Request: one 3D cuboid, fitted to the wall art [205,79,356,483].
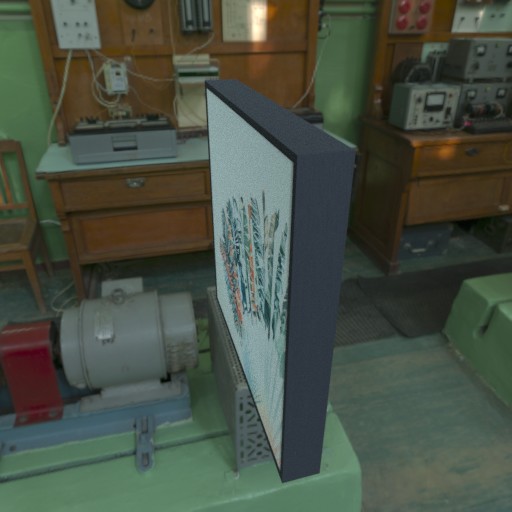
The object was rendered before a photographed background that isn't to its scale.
[{"bbox_3d":[0.000,0.000,0.456,0.036,0.300,0.302,-8,30,-14],"label":"wall art"}]
